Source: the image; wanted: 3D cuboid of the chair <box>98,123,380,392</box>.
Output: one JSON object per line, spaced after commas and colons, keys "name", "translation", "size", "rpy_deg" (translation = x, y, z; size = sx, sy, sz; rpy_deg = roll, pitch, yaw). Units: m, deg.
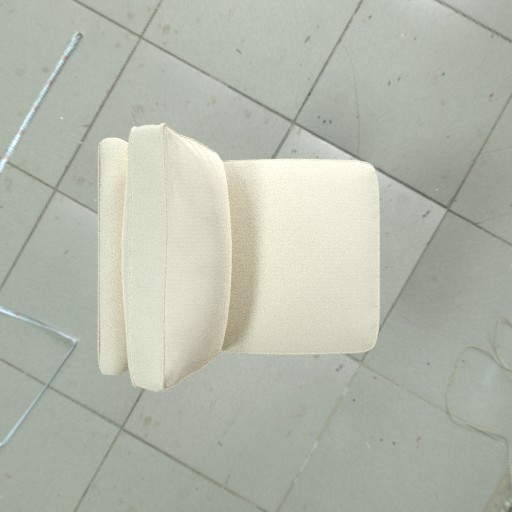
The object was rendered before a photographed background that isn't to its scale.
{"name": "chair", "translation": [0.000, 0.000, 1.424], "size": [0.781, 0.887, 0.630], "rpy_deg": [0, 90, 1]}
